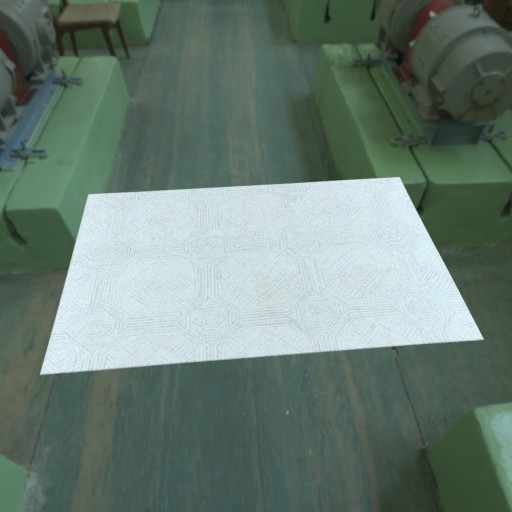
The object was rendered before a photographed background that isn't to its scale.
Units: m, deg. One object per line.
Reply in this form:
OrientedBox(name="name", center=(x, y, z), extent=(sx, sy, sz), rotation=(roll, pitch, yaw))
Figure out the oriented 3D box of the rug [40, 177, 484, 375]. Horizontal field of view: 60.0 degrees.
OrientedBox(name="rug", center=(0.000, 0.000, 2.943), extent=(2.440, 0.008, 1.524), rotation=(-4, 47, -4))
